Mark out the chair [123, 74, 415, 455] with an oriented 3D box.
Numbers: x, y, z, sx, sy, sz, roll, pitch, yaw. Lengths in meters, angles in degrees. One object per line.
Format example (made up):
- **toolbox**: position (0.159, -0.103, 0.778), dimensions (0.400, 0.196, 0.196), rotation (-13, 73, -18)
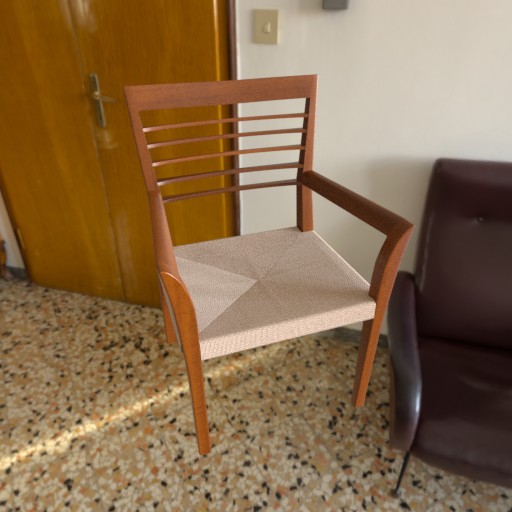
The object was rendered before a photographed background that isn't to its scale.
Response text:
- **chair**: position (0.000, 0.000, 1.243), dimensions (0.587, 0.855, 0.540), rotation (-10, 33, -17)
